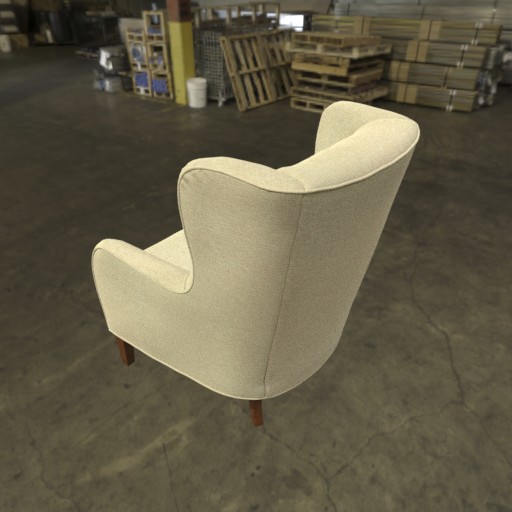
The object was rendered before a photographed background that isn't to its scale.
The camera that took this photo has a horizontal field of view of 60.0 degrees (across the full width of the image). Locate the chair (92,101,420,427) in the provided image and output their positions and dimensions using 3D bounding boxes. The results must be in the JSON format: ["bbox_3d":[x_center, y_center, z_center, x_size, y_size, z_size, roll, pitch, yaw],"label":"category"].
[{"bbox_3d":[0.000,0.000,1.682,0.966,1.040,0.838,22,38,31],"label":"chair"}]
